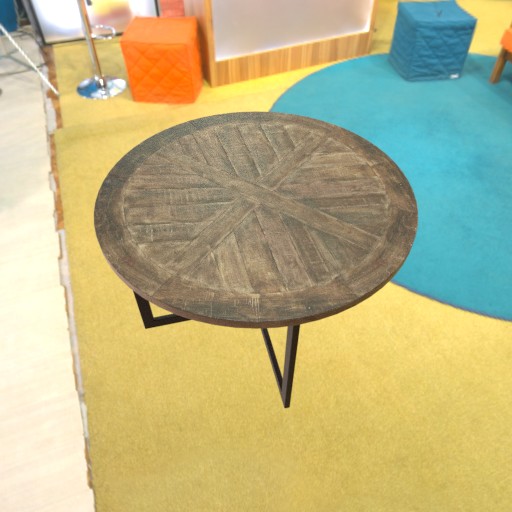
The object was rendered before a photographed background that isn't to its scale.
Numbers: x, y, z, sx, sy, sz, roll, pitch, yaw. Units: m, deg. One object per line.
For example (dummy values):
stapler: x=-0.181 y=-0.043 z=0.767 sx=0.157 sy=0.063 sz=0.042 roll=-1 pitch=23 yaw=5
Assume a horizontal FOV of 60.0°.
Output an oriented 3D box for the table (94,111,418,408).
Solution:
table: x=0.000 y=0.000 z=2.055 sx=1.264 sy=0.762 sz=1.264 roll=0 pitch=47 yaw=0
